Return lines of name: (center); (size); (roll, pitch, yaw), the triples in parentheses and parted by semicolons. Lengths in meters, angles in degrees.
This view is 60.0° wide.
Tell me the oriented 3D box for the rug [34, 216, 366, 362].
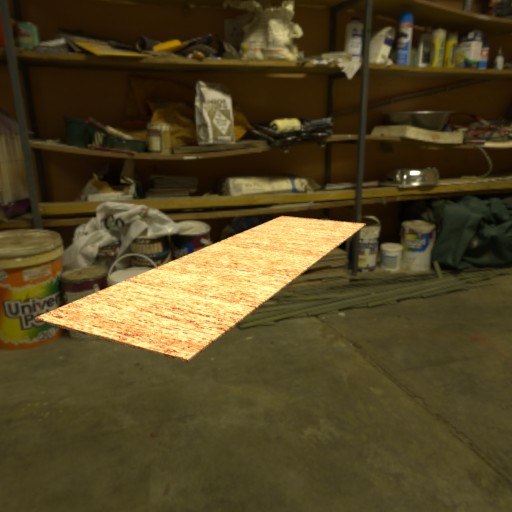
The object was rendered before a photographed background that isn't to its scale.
rug: (0.000, 0.000, 2.424); (0.680, 0.014, 2.237); (8, 18, 26)
